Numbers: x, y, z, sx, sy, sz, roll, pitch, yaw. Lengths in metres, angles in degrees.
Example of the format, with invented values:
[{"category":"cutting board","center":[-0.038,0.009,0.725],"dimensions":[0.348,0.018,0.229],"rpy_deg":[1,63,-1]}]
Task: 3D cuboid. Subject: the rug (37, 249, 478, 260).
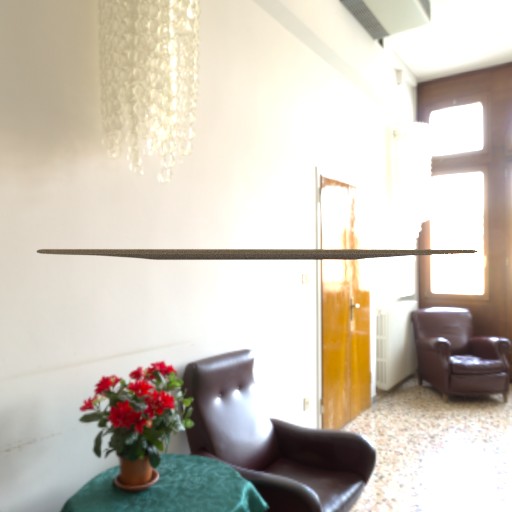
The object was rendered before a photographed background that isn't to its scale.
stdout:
[{"category":"rug","center":[0.000,0.000,3.969],"dimensions":[2.472,0.035,3.017],"rpy_deg":[0,-1,0]}]
